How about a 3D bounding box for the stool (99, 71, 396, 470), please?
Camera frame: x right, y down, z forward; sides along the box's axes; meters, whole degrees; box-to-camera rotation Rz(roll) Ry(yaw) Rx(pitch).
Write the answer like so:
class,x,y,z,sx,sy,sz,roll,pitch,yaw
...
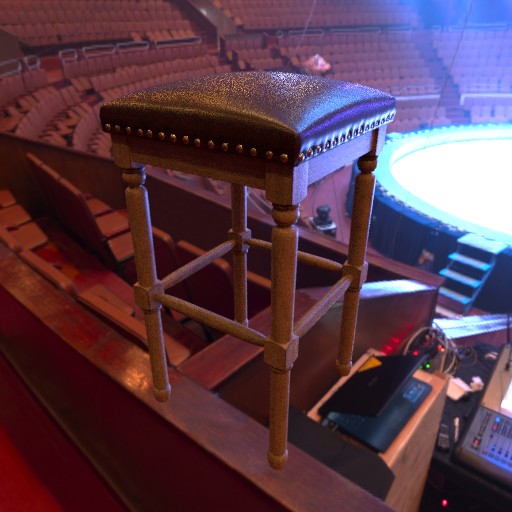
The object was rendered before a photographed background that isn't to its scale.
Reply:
class,x,y,z,sx,sy,sz,roll,pitch,yaw
stool,0.000,0.000,0.915,0.382,0.702,0.383,17,32,30
